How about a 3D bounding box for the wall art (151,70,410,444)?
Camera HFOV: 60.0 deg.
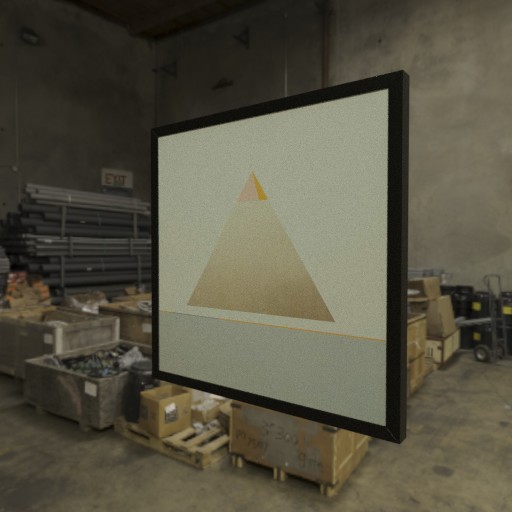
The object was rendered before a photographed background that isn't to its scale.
[{"bbox_3d":[0.000,0.000,1.150,0.769,0.766,0.042,1,2,36],"label":"wall art"}]
